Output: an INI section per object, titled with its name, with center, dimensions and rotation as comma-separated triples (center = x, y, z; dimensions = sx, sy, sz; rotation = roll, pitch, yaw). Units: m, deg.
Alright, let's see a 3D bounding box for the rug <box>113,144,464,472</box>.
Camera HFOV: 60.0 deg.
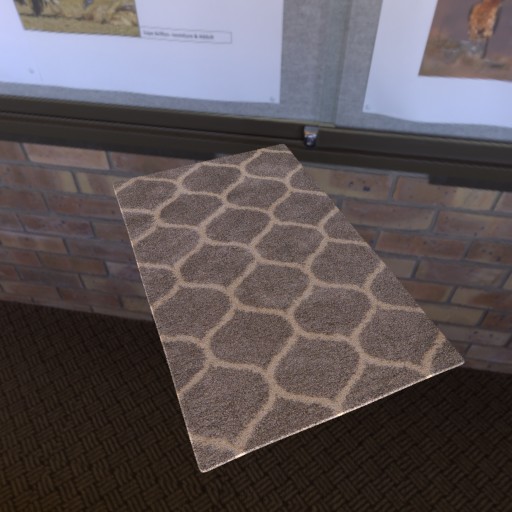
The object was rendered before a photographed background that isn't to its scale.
[rug]
center = 0.000, 0.000, 2.958
dimensions = 1.501, 0.025, 2.348
rotation = -16, 48, -15
